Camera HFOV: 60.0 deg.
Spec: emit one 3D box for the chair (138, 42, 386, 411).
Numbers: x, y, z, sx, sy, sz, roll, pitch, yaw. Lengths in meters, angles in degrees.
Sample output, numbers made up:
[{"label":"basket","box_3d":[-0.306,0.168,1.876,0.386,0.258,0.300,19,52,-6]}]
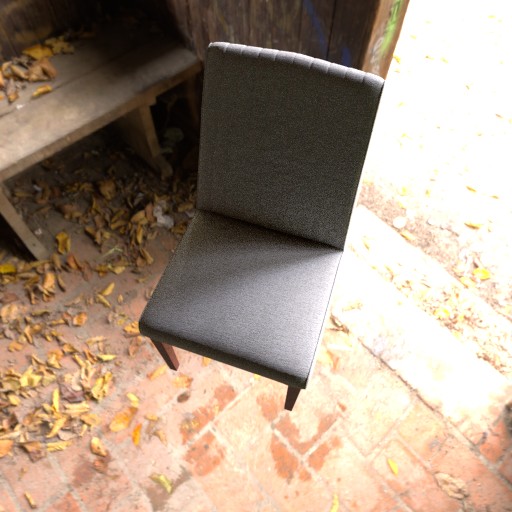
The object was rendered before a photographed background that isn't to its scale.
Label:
[{"label":"chair","box_3d":[0.000,0.000,1.253,0.480,0.900,0.594,16,61,9]}]
